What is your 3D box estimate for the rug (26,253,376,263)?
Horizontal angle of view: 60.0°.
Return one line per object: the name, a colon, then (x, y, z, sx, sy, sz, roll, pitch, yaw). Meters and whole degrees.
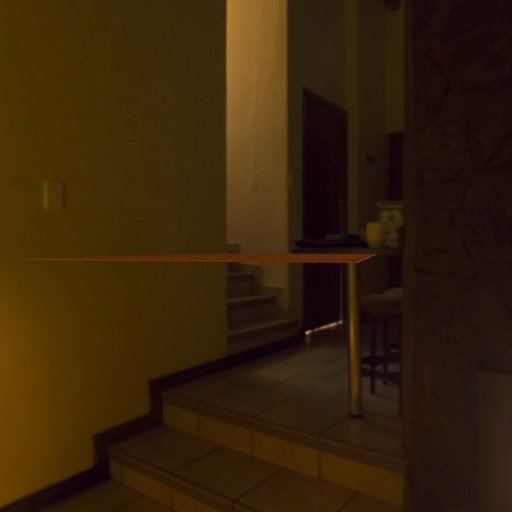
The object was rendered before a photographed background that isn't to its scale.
rug: (0.000, 0.000, 3.028, 1.523, 0.008, 2.438, 0, 1, 17)
